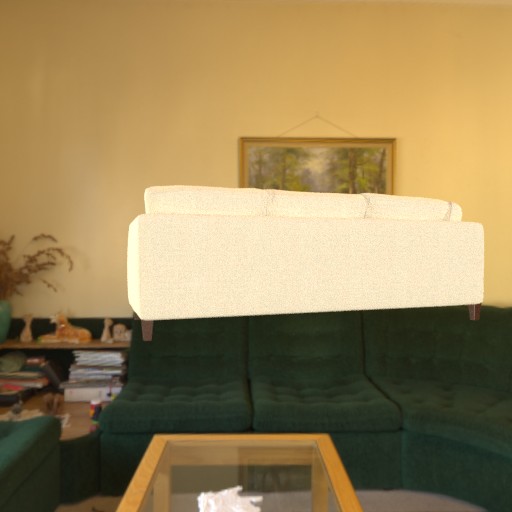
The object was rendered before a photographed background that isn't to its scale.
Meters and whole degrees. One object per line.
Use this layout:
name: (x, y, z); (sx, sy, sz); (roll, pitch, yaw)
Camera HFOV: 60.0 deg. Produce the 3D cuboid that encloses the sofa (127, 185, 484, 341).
sofa: (0.000, 0.000, 4.487); (2.593, 0.947, 3.302); (0, 1, -19)
